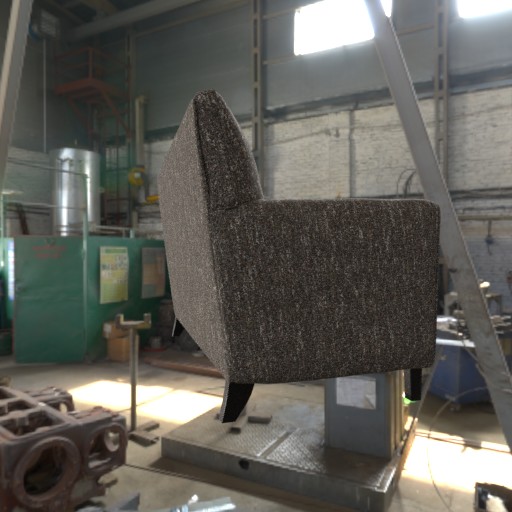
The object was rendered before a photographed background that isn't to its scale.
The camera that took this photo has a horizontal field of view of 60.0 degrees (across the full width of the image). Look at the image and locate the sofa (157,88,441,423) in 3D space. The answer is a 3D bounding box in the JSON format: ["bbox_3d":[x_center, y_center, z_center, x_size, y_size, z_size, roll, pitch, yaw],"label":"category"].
[{"bbox_3d":[0.000,0.000,2.019,0.801,0.946,1.519,0,1,-17],"label":"sofa"}]
